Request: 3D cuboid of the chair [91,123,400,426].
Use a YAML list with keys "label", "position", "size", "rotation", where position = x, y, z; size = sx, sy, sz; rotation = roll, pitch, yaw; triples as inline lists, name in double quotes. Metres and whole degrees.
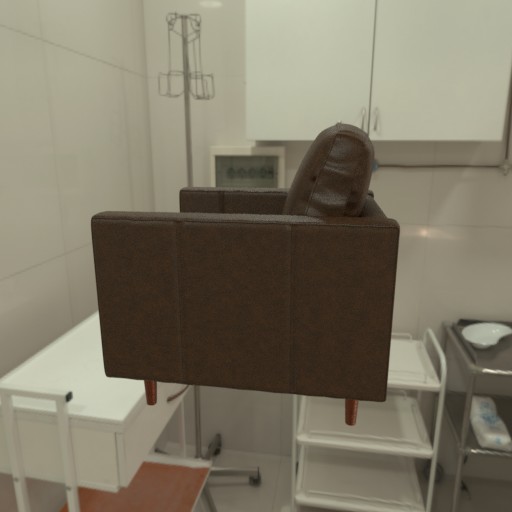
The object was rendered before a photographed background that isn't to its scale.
- label: "chair"
  position: [0.000, 0.000, 1.691]
  size: [0.909, 0.956, 0.890]
  rotation: [2, 14, 9]
